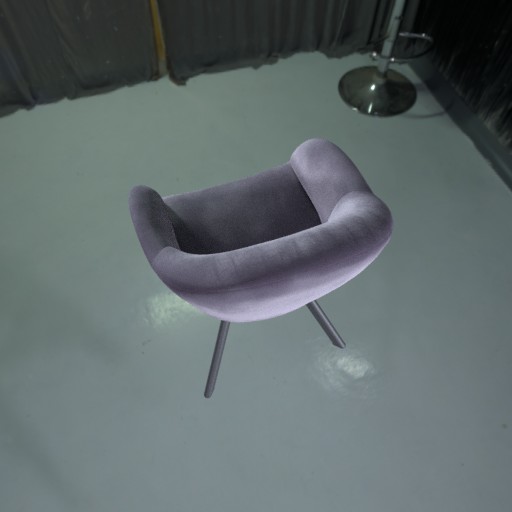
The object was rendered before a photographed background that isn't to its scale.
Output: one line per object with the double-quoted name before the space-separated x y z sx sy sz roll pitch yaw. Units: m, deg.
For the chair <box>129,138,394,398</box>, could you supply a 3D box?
"chair" 0.000 0.000 1.195 0.550 0.795 0.590 -17 60 -11
